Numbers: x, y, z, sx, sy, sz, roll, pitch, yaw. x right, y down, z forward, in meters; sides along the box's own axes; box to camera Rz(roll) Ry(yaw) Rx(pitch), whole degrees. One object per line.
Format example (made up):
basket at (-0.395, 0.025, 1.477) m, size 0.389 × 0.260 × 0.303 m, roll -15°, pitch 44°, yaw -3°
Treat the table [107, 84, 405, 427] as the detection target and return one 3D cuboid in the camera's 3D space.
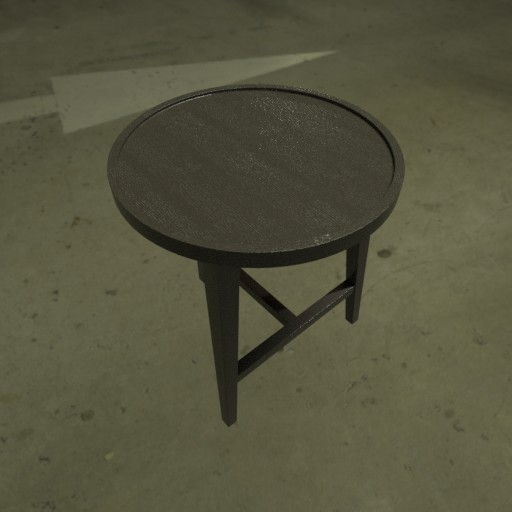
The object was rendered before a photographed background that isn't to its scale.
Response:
table at (0.000, 0.000, 0.953) m, size 0.500 × 0.531 × 0.500 m, roll 0°, pitch 46°, yaw 0°
